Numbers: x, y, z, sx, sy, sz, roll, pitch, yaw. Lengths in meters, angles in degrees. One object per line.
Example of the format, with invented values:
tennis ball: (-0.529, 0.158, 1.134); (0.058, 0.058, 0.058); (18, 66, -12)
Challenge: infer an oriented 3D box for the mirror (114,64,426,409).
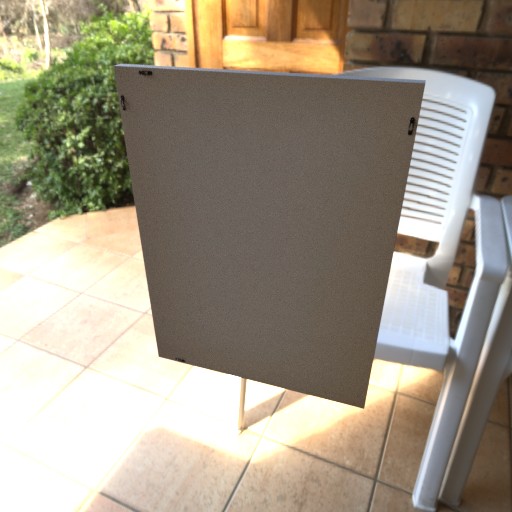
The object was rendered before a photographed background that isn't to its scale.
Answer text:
mirror: (0.000, 0.000, 1.312); (0.762, 1.016, 0.040); (10, 33, 16)
